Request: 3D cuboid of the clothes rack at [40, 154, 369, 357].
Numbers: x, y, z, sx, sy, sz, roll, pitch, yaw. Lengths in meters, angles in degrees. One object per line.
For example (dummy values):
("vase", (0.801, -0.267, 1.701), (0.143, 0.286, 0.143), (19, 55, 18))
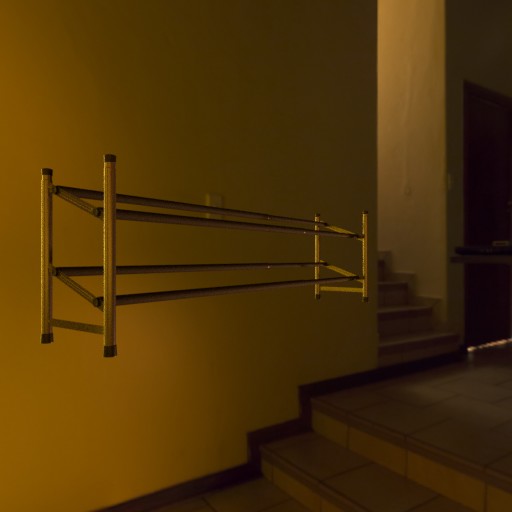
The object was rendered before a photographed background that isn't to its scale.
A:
("clothes rack", (0.000, 0.000, 1.292), (0.229, 0.349, 1.168), (0, 0, 36))
